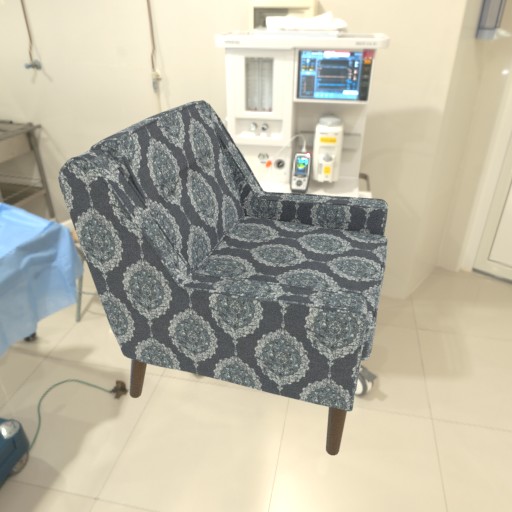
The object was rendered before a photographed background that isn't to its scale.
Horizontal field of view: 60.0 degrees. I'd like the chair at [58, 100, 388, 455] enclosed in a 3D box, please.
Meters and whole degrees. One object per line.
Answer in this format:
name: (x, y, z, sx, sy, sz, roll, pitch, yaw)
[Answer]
chair: (0.000, 0.000, 1.322, 0.743, 0.792, 0.663, 10, 31, 16)
